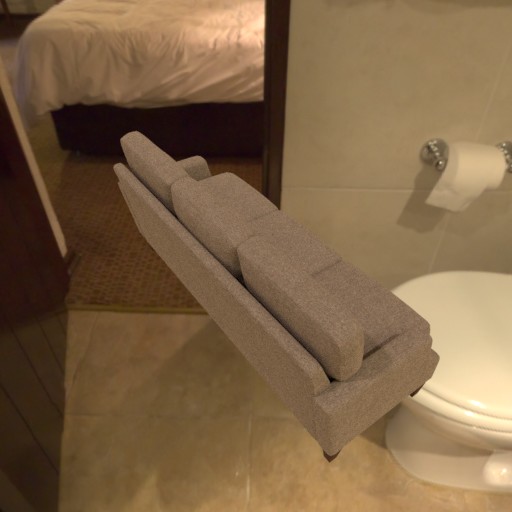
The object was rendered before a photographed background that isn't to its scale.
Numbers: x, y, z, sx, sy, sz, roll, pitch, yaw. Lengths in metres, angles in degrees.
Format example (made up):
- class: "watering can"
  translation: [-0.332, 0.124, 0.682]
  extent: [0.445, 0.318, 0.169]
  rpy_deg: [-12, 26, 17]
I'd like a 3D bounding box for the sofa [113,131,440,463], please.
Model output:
- class: "sofa"
  translation: [0.000, 0.000, 2.630]
  extent: [0.888, 0.984, 2.115]
  rpy_deg: [-25, 47, -26]
